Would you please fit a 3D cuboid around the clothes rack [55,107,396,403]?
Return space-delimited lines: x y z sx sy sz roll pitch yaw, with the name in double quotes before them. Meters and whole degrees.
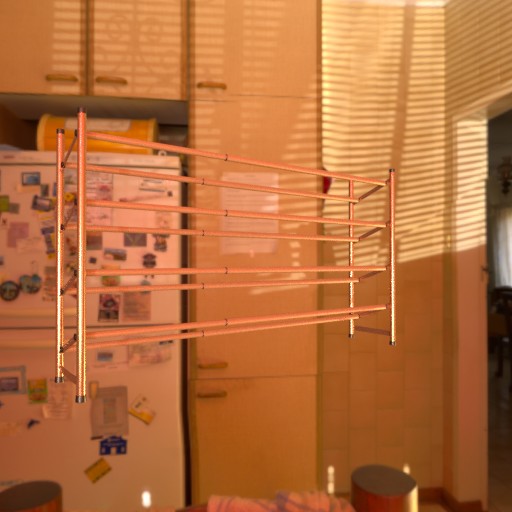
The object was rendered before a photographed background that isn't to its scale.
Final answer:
"clothes rack" 0.000 0.000 1.436 1.168 0.672 0.229 0 -1 -36
